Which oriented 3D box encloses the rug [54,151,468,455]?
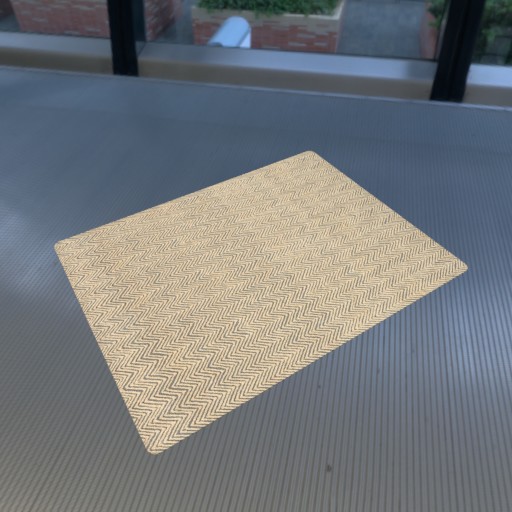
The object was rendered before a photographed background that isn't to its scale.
[{"bbox_3d":[0.000,0.000,4.258,3.207,0.014,2.439,-24,50,-22],"label":"rug"}]
